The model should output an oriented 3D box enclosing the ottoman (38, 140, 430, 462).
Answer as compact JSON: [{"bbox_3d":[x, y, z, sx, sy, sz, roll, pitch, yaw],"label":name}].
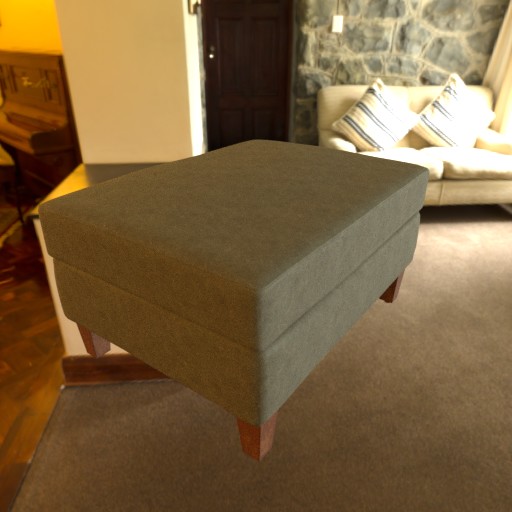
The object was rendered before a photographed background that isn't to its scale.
[{"bbox_3d":[0.000,0.000,1.205,0.639,0.464,0.839,18,32,32],"label":"ottoman"}]
